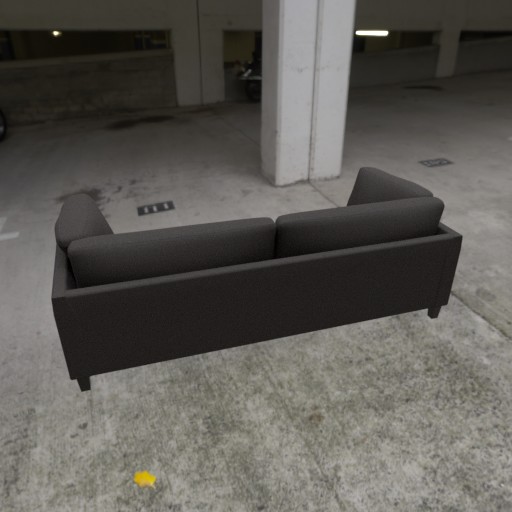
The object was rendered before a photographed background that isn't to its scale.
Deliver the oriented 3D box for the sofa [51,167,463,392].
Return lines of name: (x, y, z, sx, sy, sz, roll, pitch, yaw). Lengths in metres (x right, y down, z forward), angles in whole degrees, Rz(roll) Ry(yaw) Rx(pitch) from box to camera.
sofa: (0.000, 0.000, 2.790, 2.312, 0.792, 0.969, -8, 28, -16)
